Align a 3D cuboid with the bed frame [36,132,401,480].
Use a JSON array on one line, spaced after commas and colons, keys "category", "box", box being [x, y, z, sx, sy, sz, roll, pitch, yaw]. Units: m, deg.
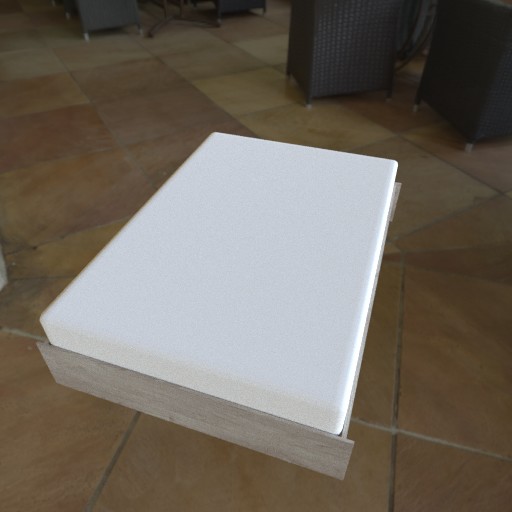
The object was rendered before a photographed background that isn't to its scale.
[{"category": "bed frame", "box": [0.000, 0.000, 2.575, 1.445, 0.497, 1.945, 13, 43, 14]}]
